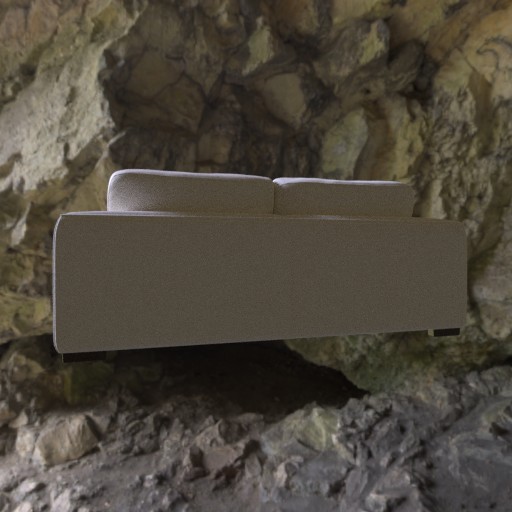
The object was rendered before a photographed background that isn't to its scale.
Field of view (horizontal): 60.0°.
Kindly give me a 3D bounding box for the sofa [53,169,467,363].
[{"bbox_3d":[0.000,0.000,2.435,1.920,0.801,1.069,0,1,-17],"label":"sofa"}]
